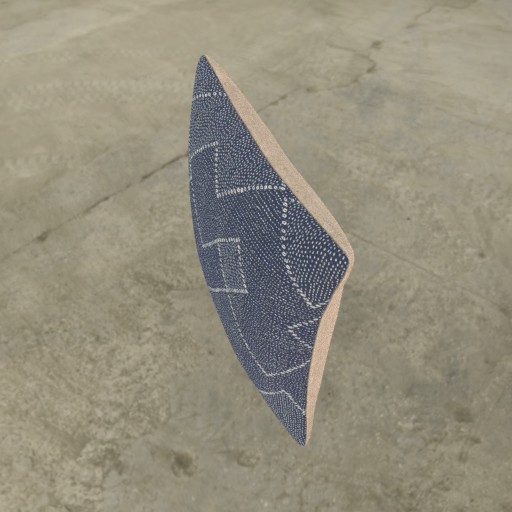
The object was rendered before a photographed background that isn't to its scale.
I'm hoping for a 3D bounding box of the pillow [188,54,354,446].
[{"bbox_3d":[0.000,0.000,0.665,0.148,0.428,0.435,-16,50,-14],"label":"pillow"}]
